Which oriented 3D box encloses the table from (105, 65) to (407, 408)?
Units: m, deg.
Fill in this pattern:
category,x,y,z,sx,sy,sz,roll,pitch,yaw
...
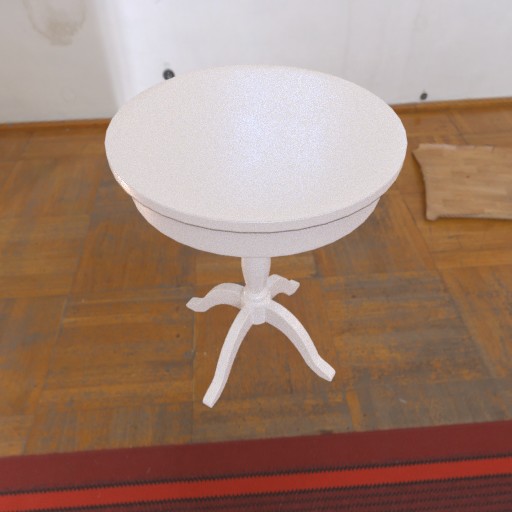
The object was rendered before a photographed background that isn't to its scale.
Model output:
category,x,y,z,sx,sy,sz,roll,pitch,yaw
table,0.000,0.000,1.004,0.513,0.653,0.513,0,45,0
